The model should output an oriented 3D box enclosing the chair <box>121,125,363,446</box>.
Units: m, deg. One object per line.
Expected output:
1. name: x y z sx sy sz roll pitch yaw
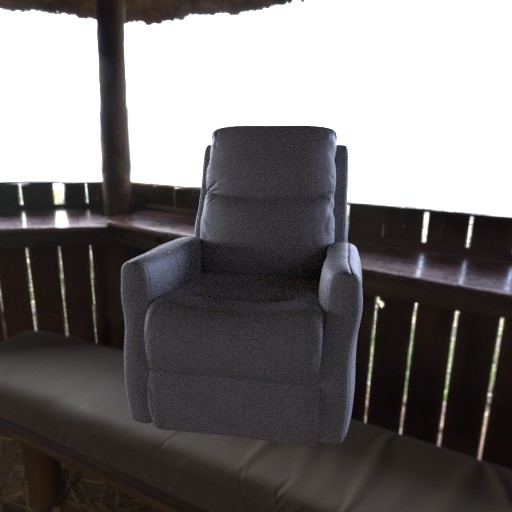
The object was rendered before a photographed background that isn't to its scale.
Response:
1. chair: 0.000 0.000 1.779 0.829 1.030 1.080 3 15 10
